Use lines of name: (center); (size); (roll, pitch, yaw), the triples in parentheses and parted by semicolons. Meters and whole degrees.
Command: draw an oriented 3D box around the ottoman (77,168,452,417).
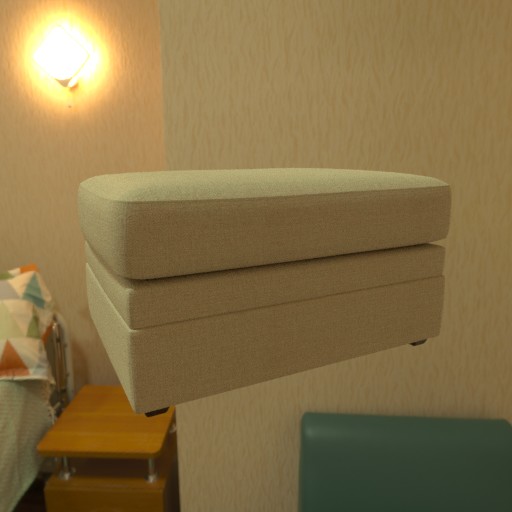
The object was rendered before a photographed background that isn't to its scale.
ottoman: (0.000, 0.000, 1.254); (0.885, 0.478, 0.637); (-7, 14, -27)
